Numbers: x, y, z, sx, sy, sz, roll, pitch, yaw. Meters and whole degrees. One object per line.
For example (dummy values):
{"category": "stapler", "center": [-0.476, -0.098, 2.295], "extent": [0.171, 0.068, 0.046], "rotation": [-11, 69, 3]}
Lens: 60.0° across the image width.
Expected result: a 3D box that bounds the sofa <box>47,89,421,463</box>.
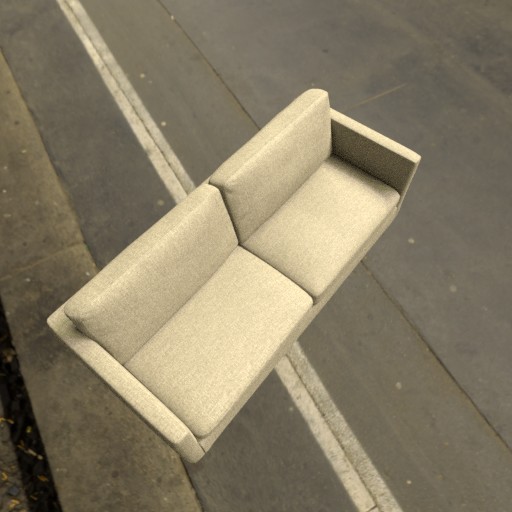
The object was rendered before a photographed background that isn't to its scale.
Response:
{"category": "sofa", "center": [0.000, 0.000, 2.707], "extent": [0.956, 0.960, 2.208], "rotation": [35, 65, 19]}
